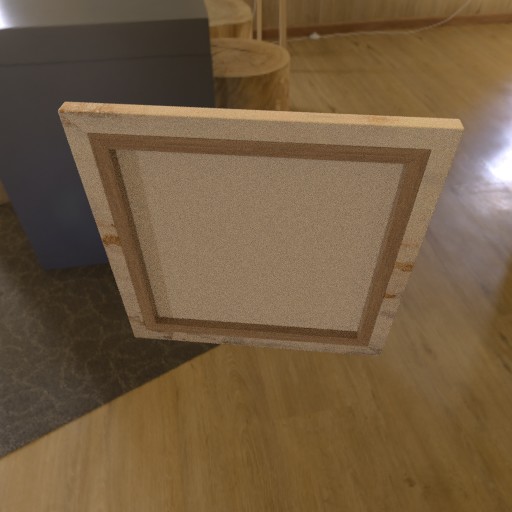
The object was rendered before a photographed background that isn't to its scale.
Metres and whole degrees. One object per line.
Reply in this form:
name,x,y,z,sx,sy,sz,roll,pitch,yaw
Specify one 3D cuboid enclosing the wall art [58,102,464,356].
wall art,0.000,0.000,1.099,0.753,0.755,0.038,4,46,4
